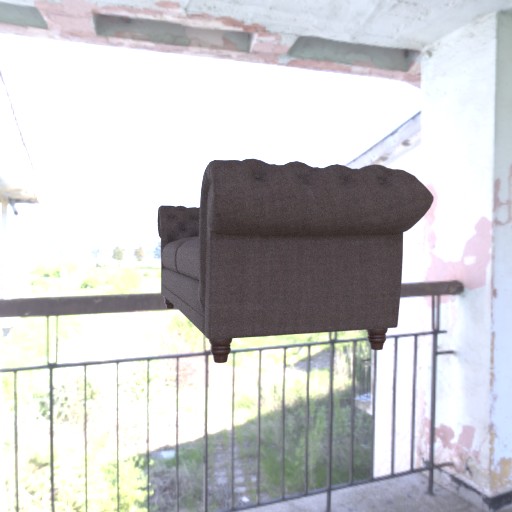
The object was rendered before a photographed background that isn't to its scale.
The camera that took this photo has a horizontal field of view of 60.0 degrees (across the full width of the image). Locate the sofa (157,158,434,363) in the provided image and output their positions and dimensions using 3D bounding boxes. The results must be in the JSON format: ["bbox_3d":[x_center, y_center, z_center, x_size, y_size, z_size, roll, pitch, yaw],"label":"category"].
[{"bbox_3d":[0.000,0.000,2.566,0.944,0.780,2.048,0,1,-18],"label":"sofa"}]
